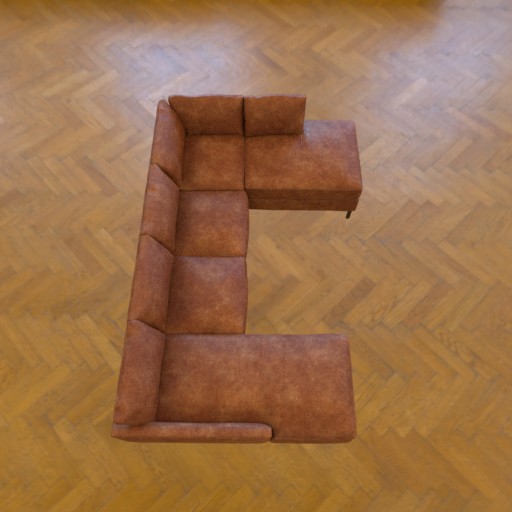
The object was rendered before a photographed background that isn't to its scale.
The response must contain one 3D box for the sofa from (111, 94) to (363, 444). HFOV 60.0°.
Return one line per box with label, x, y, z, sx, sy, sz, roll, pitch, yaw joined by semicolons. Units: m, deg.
sofa;0.000;0.000;3.794;1.939;0.900;2.956;0;64;0
